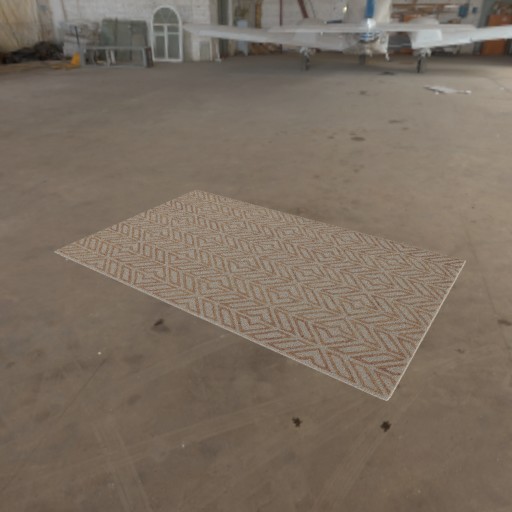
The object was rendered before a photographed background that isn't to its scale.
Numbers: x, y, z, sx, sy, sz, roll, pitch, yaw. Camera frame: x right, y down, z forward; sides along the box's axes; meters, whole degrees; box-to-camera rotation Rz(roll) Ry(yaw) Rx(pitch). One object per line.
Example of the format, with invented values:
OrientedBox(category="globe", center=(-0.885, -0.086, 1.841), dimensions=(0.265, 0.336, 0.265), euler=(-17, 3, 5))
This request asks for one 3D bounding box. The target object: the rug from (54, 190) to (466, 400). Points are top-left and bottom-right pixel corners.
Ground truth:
OrientedBox(category="rug", center=(0.000, 0.000, 3.081), dimensions=(2.438, 0.008, 1.523), euler=(18, 34, 30))
